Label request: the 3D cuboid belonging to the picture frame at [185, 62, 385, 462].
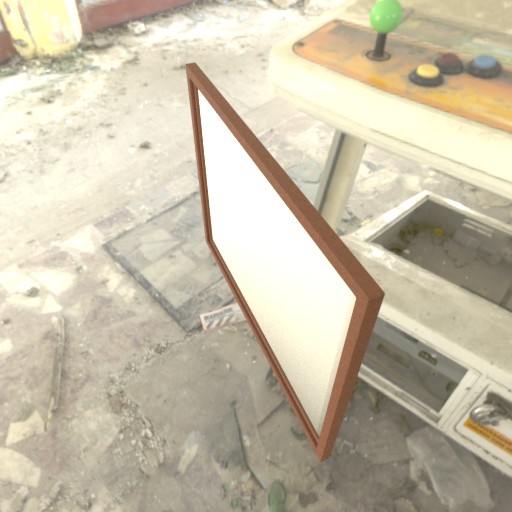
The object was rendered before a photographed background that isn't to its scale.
[{"bbox_3d":[0.000,0.000,1.767,0.045,1.018,1.329,-18,49,-16],"label":"picture frame"}]
